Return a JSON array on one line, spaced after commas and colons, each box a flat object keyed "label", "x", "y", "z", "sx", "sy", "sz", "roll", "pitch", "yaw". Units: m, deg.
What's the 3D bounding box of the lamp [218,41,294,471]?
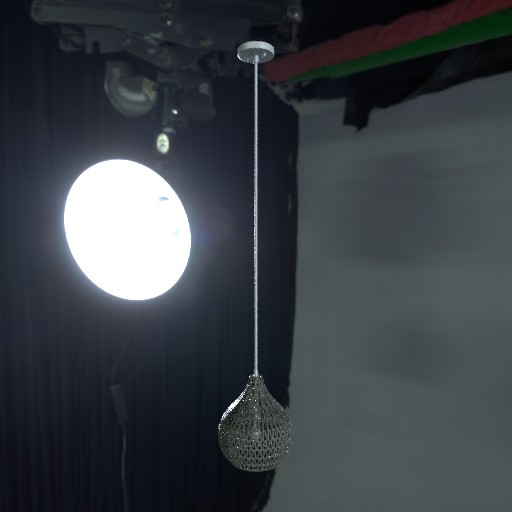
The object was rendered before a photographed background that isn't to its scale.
[{"label": "lamp", "x": 0.000, "y": 0.000, "z": 2.080, "sx": 0.355, "sy": 1.919, "sz": 0.355, "roll": 1, "pitch": 2, "yaw": 35}]
